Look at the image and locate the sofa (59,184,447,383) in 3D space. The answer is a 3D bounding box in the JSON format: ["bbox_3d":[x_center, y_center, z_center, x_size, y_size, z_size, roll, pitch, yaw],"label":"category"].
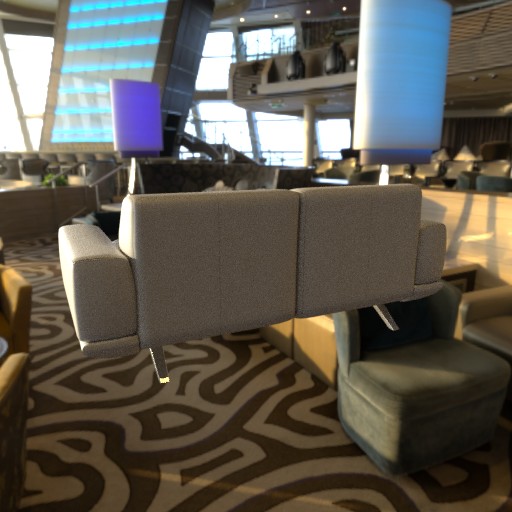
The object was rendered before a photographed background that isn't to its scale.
[{"bbox_3d":[0.000,0.000,2.386,1.901,0.772,0.900,-6,15,-26],"label":"sofa"}]
